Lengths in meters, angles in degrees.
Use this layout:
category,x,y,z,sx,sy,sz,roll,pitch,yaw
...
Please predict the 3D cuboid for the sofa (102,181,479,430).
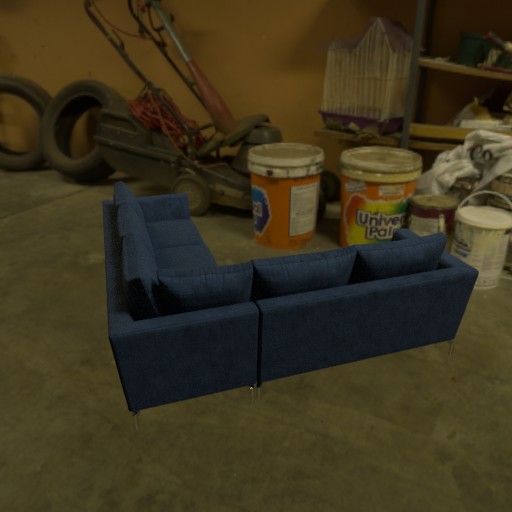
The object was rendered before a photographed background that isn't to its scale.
category,x,y,z,sx,sy,sz,roll,pitch,yaw
sofa,0.000,0.000,3.885,2.472,0.988,2.463,-8,26,-16
